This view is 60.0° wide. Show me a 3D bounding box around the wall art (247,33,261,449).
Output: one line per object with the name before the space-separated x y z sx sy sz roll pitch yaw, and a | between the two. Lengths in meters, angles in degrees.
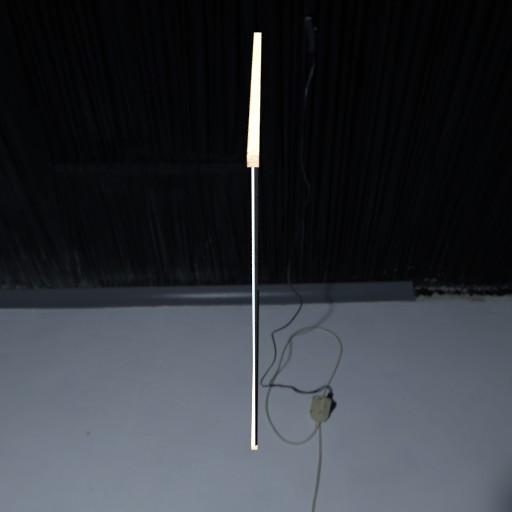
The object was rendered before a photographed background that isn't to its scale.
wall art | 0.000 0.000 1.934 0.028 1.533 0.999 1 42 1
